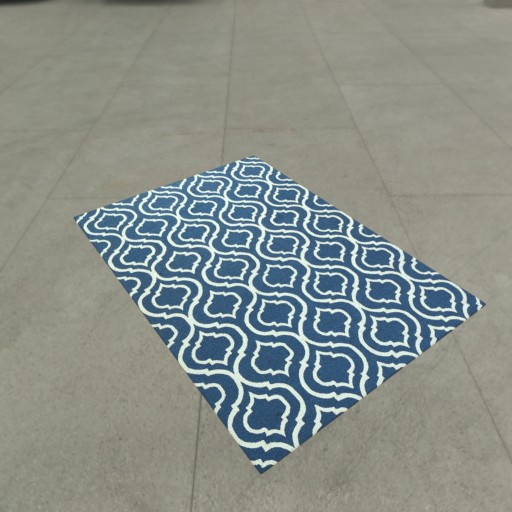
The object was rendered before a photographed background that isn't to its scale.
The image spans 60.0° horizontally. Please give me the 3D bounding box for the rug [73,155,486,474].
[{"bbox_3d":[0.000,0.000,2.705,1.524,0.010,2.134,-25,46,-27],"label":"rug"}]
